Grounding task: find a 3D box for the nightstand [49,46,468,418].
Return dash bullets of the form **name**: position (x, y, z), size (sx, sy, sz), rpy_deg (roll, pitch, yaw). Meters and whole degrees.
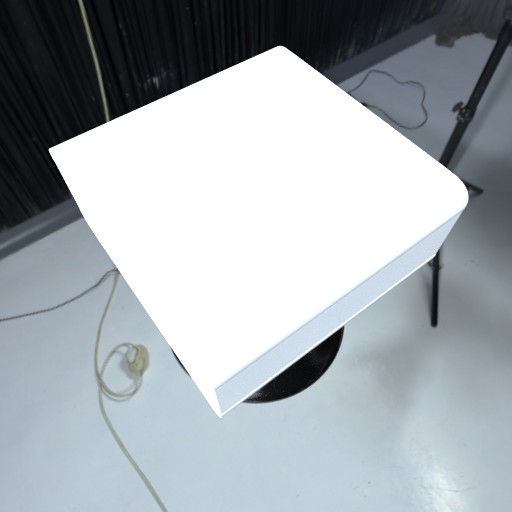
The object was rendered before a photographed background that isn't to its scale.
- **nightstand**: position (0.000, 0.000, 0.754), size (0.404, 0.447, 0.399), rpy_deg (-32, 63, -19)
